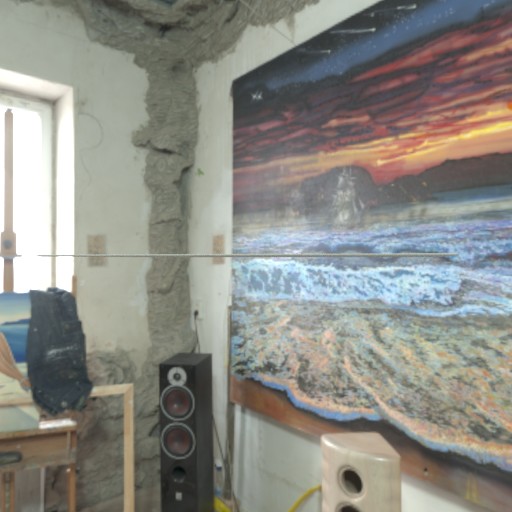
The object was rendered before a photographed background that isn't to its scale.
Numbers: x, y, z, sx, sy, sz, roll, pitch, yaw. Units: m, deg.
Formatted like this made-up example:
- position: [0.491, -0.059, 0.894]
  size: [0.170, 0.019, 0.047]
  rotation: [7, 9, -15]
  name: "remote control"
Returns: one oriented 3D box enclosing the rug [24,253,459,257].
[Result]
- position: [0.000, 0.000, 2.876]
  size: [2.284, 0.008, 1.522]
  rotation: [0, 0, 19]
  name: "rug"
